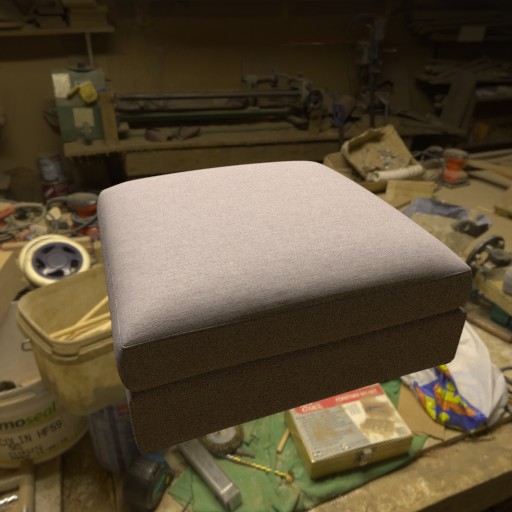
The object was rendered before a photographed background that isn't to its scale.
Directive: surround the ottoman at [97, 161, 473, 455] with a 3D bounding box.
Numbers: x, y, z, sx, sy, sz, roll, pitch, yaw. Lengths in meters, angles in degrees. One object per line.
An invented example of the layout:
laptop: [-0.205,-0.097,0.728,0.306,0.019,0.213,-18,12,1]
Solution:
ottoman: [0.000,0.000,1.604,1.041,0.470,1.041,-10,32,-17]
